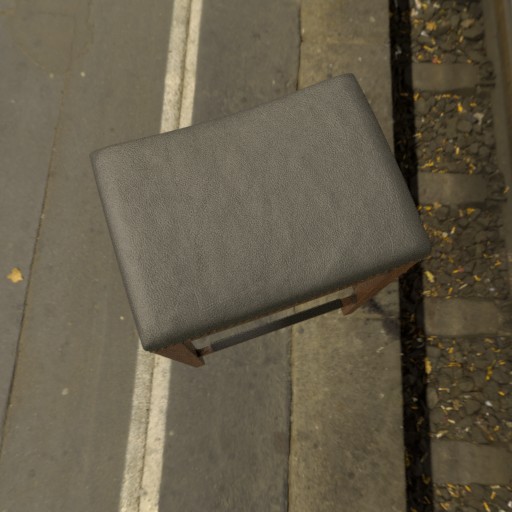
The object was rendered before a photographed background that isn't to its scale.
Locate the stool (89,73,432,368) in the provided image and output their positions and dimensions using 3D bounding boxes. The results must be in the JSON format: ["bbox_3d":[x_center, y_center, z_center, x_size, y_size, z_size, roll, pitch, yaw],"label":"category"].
[{"bbox_3d":[0.000,0.000,1.016,0.500,0.765,0.361,-19,77,-4],"label":"stool"}]
